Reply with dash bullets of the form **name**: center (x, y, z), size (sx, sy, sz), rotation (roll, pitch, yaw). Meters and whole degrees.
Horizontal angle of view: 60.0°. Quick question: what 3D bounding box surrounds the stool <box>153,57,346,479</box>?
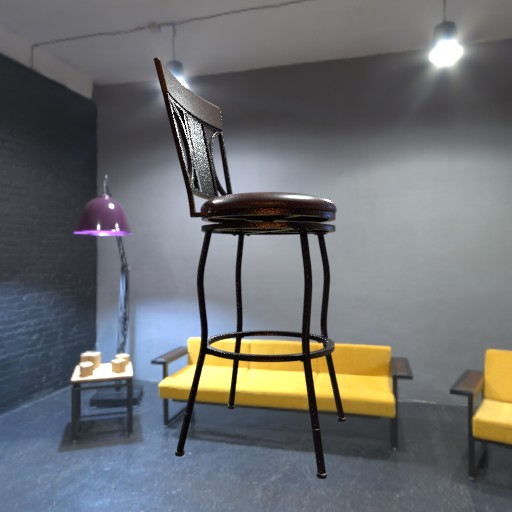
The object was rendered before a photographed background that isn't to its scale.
- **stool**: center (0.000, 0.000, 1.403), size (0.513, 1.130, 0.448), rotation (0, 0, 18)
